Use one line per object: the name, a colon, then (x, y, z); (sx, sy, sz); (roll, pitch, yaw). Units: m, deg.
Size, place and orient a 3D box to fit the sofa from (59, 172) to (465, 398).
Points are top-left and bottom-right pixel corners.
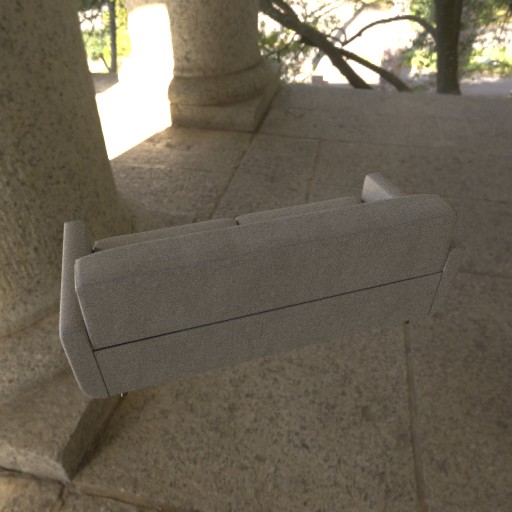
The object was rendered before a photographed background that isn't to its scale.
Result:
sofa: (0.000, 0.000, 2.570); (2.055, 0.873, 0.968); (-11, 39, -14)
